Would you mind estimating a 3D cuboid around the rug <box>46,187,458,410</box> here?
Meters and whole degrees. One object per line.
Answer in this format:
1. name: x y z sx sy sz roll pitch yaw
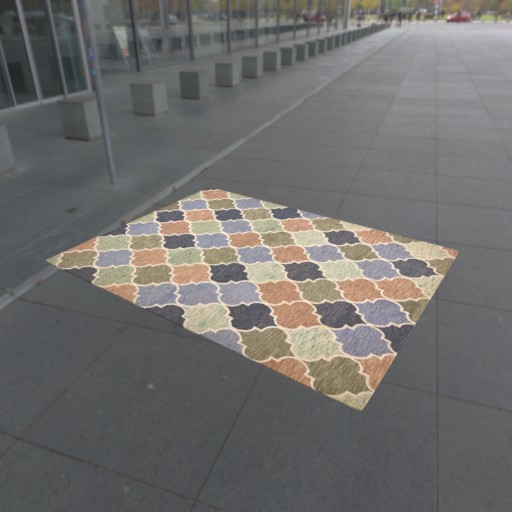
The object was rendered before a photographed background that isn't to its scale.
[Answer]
1. rug: 0.000 0.000 4.300 3.200 0.013 2.439 18 34 30
